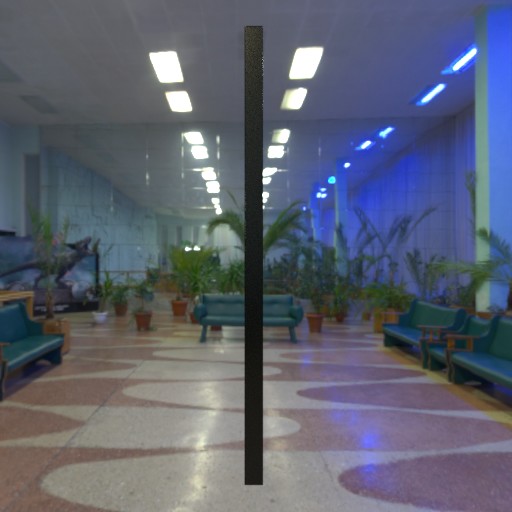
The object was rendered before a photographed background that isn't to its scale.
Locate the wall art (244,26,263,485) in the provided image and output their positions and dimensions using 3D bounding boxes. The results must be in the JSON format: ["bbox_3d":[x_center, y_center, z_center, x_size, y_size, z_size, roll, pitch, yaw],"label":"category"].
[{"bbox_3d":[0.000,0.000,0.511,0.014,0.349,0.349,0,0,1],"label":"wall art"}]
